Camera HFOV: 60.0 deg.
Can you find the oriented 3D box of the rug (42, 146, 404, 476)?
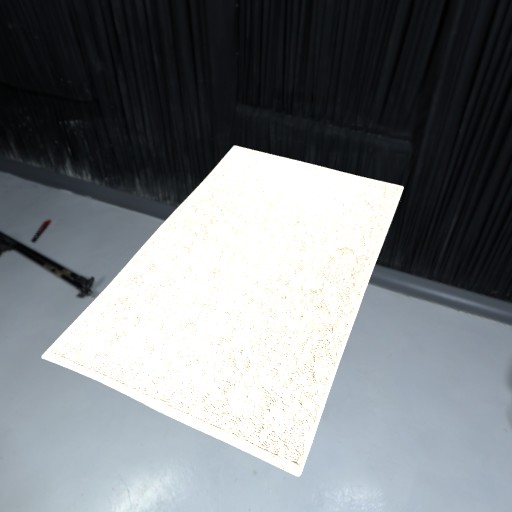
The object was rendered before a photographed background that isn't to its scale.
[{"bbox_3d":[0.000,0.000,3.018,1.529,0.012,2.435,18,48,17],"label":"rug"}]
